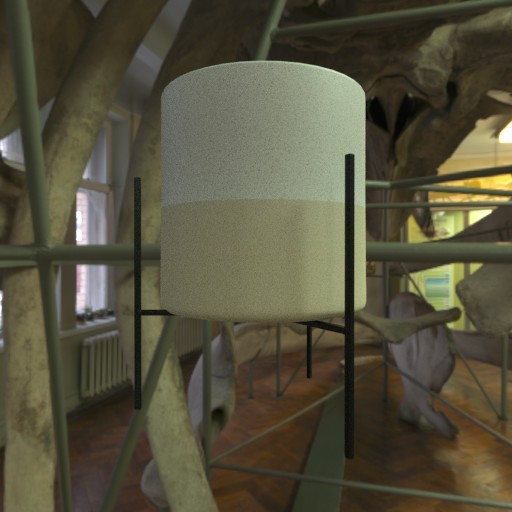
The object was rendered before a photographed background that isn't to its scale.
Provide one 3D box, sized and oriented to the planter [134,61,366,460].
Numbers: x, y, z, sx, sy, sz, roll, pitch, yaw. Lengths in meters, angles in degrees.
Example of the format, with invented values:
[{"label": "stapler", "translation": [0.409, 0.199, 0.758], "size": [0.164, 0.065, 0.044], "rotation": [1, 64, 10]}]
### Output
[{"label": "planter", "translation": [0.000, 0.000, 0.542], "size": [0.263, 0.362, 0.267], "rotation": [0, 0, 17]}]
